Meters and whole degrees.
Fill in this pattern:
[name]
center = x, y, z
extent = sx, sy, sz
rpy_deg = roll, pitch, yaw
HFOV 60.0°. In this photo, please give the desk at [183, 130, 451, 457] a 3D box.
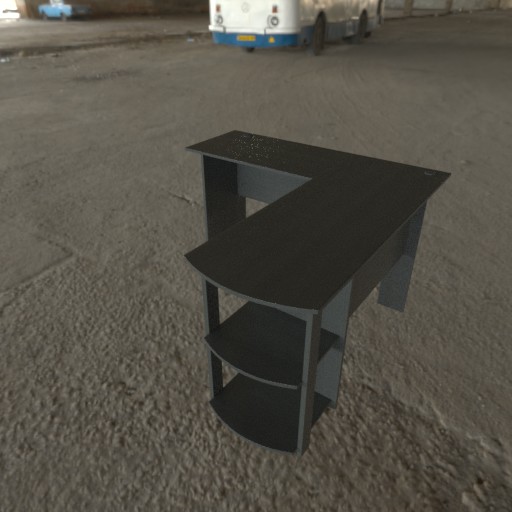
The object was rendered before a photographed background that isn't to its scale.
[desk]
center = 0.000, 0.000, 2.135
extent = 1.303, 0.716, 1.361
rpy_deg = 20, 36, 30
